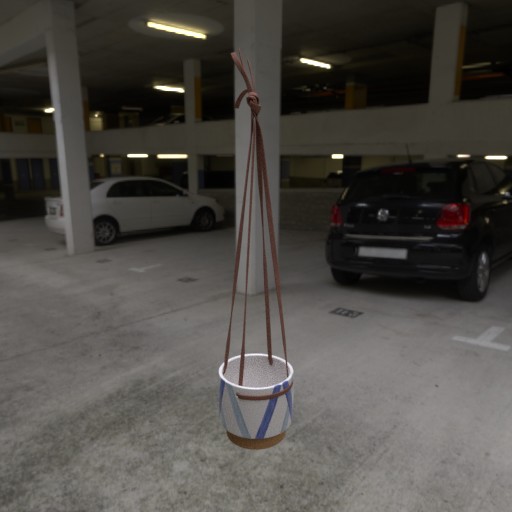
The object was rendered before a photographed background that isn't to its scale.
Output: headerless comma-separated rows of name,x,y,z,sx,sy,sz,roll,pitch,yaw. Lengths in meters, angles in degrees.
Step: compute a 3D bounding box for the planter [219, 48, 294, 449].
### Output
planter,0.000,0.000,0.847,0.157,0.753,0.153,12,18,43
